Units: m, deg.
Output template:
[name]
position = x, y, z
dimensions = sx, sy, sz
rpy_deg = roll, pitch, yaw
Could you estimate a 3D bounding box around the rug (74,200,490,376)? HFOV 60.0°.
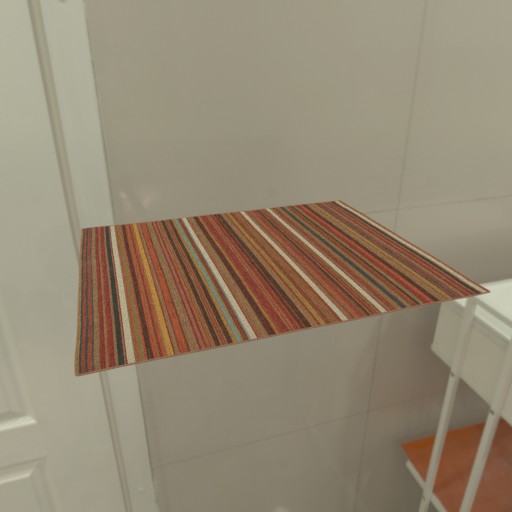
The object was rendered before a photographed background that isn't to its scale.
[rug]
position = 0.000, 0.000, 4.097
dimensions = 3.092, 0.023, 2.479
rpy_deg = -8, 26, -17
